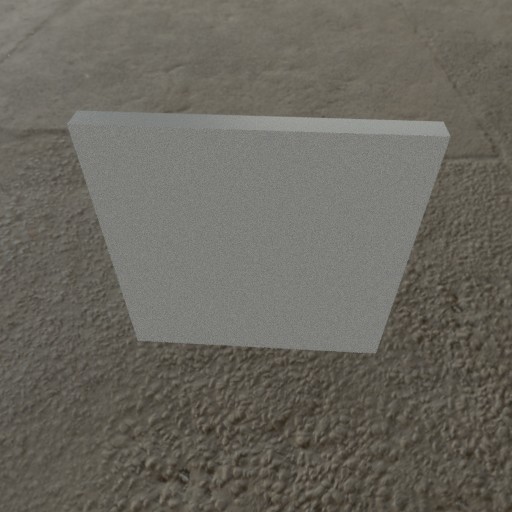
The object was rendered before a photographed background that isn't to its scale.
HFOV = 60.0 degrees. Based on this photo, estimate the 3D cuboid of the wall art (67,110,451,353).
[{"bbox_3d":[0.000,0.000,0.544,0.355,0.355,0.027,3,45,3],"label":"wall art"}]
